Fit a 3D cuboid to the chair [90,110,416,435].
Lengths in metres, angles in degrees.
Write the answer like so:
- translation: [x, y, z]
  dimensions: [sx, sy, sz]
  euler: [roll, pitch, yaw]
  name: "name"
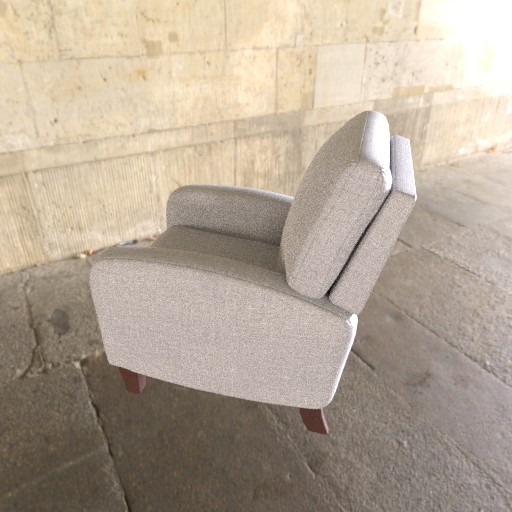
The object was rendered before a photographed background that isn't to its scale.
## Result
- translation: [0.000, 0.000, 1.666]
  dimensions: [0.990, 0.990, 0.762]
  euler: [8, 31, 13]
  name: "chair"
